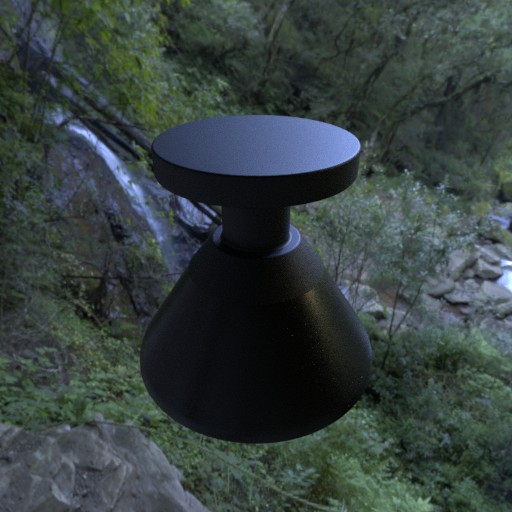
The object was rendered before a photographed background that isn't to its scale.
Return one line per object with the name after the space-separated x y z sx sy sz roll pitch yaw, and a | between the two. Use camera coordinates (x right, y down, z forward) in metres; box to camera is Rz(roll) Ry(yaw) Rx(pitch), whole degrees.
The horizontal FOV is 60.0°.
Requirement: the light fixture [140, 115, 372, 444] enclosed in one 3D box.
0.000 0.000 0.345 0.200 0.183 0.200 0 31 0 | light fixture
